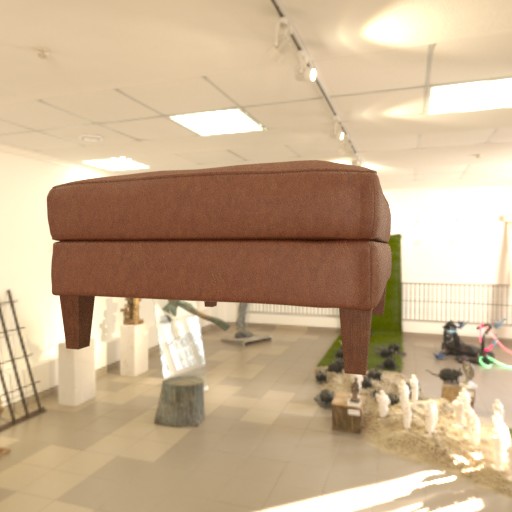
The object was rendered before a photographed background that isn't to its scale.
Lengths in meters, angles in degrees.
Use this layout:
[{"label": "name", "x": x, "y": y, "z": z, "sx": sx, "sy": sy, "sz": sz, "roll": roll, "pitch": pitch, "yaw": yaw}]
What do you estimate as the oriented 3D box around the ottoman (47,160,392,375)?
[{"label": "ottoman", "x": 0.000, "y": 0.000, "z": 1.461, "sx": 0.836, "sy": 0.472, "sz": 0.987, "roll": 0, "pitch": 1, "yaw": 18}]
